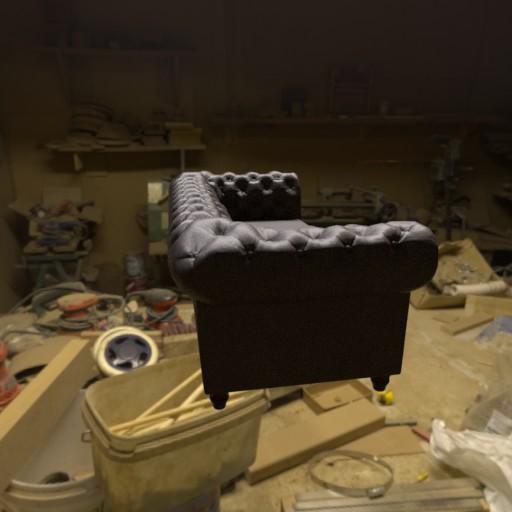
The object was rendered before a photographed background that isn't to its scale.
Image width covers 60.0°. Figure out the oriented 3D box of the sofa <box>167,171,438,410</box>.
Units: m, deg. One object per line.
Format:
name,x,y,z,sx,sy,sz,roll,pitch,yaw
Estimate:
sofa,0.000,0.000,2.483,0.944,0.779,2.048,-3,17,-10
